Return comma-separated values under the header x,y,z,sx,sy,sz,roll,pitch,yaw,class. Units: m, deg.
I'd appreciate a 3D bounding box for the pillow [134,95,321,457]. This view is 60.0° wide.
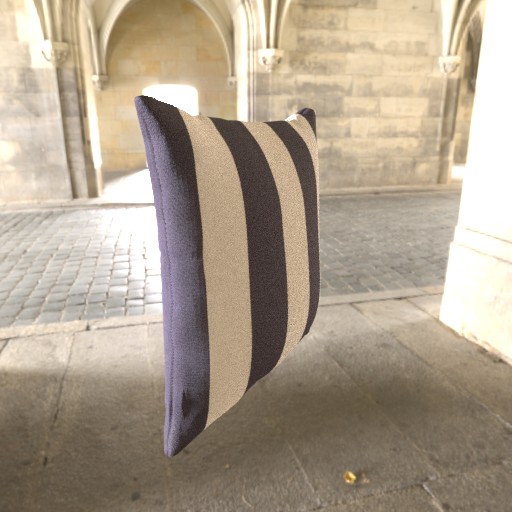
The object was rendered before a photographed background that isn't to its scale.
x,y,z,sx,sy,sz,roll,pitch,yaw,class
0.000,0.000,0.804,0.189,0.526,0.536,9,18,27,pillow
